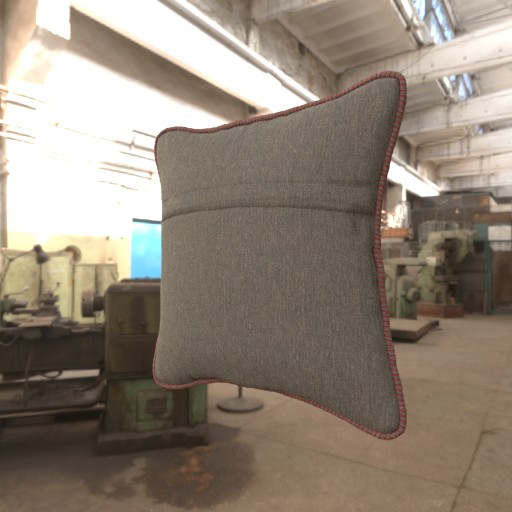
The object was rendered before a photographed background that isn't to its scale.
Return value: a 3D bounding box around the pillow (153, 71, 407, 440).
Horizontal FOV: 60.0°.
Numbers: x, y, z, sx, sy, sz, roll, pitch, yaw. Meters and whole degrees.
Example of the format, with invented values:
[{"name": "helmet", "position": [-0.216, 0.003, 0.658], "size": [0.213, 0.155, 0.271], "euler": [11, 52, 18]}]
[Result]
[{"name": "pillow", "position": [0.000, 0.000, 0.714], "size": [0.482, 0.491, 0.124], "euler": [-1, -1, 36]}]
